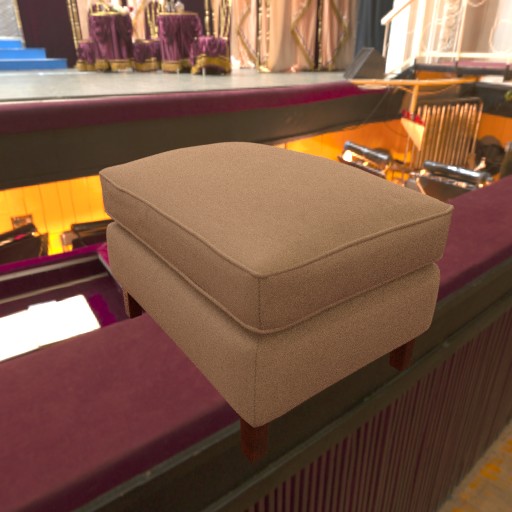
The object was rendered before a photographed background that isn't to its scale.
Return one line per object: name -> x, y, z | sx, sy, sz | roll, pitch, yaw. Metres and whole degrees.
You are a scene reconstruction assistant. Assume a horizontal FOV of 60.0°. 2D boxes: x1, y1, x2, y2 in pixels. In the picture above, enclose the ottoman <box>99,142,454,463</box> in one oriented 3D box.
ottoman -> 0.000, 0.000, 0.998 | 0.501, 0.456, 0.665 | -17, 31, -32
